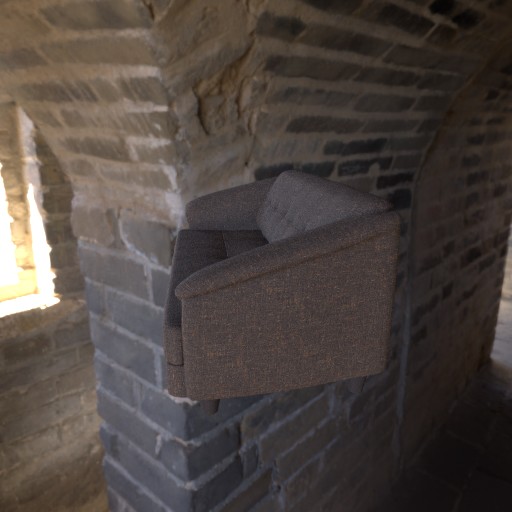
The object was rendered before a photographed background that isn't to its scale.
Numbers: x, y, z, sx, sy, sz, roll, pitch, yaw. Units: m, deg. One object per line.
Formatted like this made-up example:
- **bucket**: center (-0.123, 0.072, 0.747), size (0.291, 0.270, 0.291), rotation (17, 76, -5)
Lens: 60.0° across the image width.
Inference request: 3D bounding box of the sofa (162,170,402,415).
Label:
- **sofa**: center (0.000, 0.000, 2.327), size (0.887, 0.790, 1.849), rotation (-2, 15, -7)
